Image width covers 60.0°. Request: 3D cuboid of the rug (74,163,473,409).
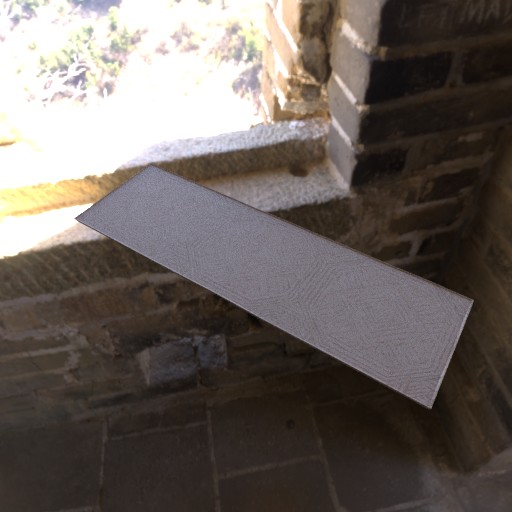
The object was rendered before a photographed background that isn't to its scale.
[{"bbox_3d":[0.000,0.000,2.758,2.452,0.012,0.775,25,51,22],"label":"rug"}]
